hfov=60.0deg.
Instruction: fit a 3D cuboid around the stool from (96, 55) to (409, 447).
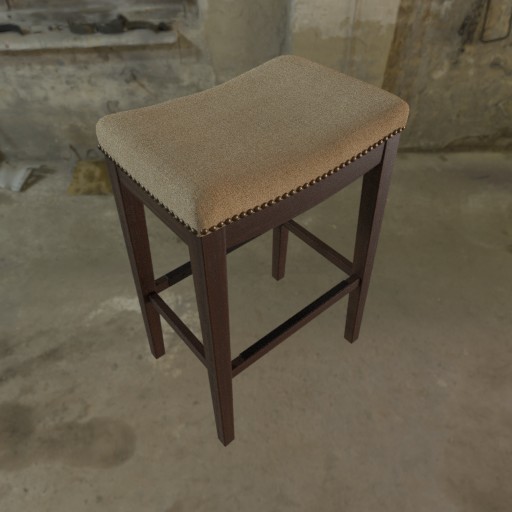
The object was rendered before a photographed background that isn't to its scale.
[{"bbox_3d":[0.000,0.000,1.063,0.509,0.768,0.363,-31,53,-27],"label":"stool"}]
